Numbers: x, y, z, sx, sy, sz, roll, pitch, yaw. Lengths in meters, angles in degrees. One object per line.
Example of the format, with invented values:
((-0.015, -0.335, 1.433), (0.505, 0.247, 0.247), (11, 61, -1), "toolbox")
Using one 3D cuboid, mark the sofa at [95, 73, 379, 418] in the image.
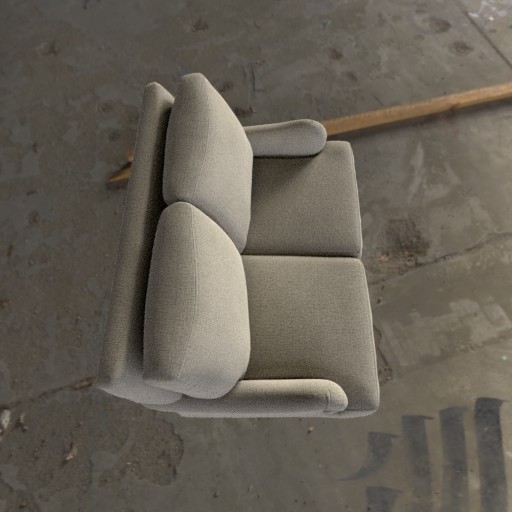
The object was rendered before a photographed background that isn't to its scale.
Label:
((0.000, 0.000, 2.164), (1.087, 0.999, 1.480), (0, 64, 0), "sofa")
